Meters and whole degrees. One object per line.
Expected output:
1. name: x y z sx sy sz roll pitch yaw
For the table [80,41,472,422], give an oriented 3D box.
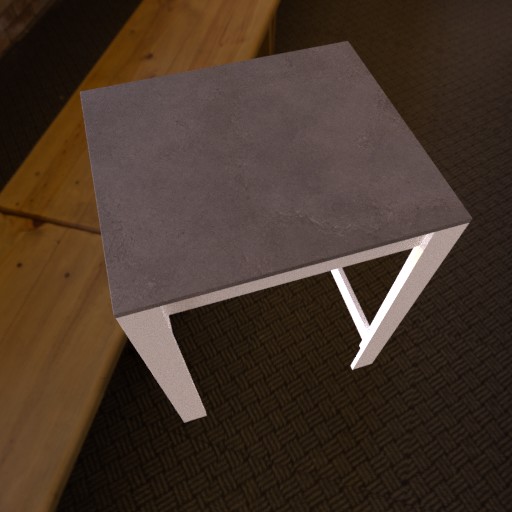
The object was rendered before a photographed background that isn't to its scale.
1. table: 0.000 0.000 1.541 0.800 1.020 0.700 -15 59 -9
